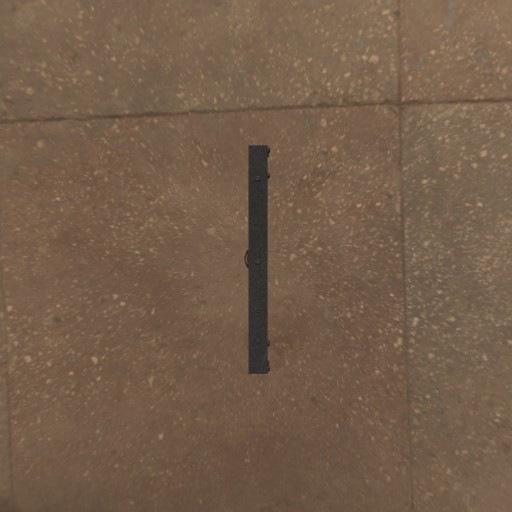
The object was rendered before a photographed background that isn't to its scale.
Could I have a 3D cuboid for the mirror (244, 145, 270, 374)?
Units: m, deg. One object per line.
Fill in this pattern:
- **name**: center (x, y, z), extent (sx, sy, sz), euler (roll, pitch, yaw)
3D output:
- **mirror**: center (0.000, 0.000, 1.213), extent (0.042, 1.080, 0.354), euler (0, 91, 0)
